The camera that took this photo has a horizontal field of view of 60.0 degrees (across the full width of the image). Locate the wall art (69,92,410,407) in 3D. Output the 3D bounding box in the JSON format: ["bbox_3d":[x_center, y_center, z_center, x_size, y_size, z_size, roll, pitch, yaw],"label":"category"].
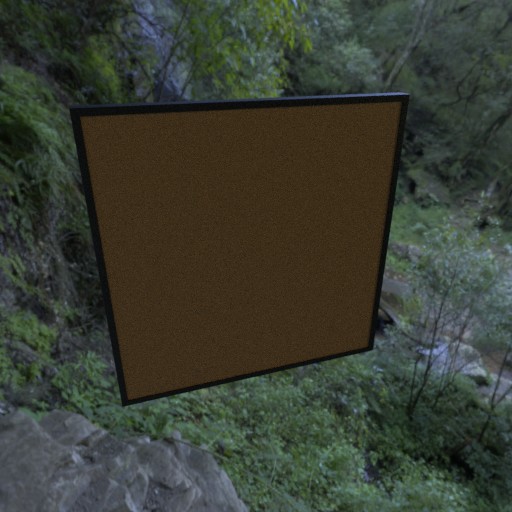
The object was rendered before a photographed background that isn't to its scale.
[{"bbox_3d":[0.000,0.000,1.137,0.763,0.763,0.039,-8,27,-16],"label":"wall art"}]
